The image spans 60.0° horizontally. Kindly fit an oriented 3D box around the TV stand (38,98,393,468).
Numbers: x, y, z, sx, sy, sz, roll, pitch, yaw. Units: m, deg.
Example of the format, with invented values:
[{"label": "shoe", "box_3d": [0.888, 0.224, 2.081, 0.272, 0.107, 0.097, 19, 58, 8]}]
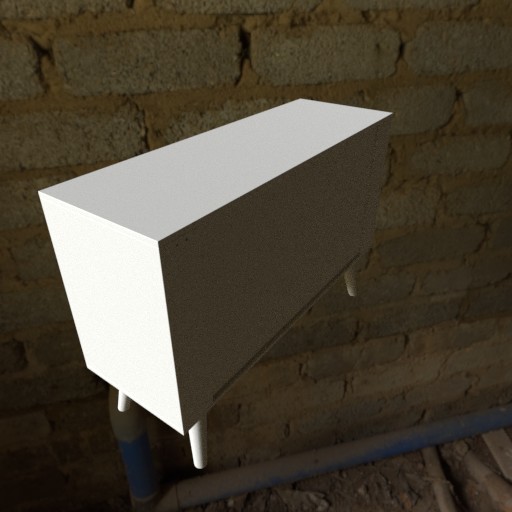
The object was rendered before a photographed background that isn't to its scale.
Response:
[{"label": "TV stand", "box_3d": [0.000, 0.000, 1.569, 0.406, 0.812, 1.193, 21, 38, 30]}]
